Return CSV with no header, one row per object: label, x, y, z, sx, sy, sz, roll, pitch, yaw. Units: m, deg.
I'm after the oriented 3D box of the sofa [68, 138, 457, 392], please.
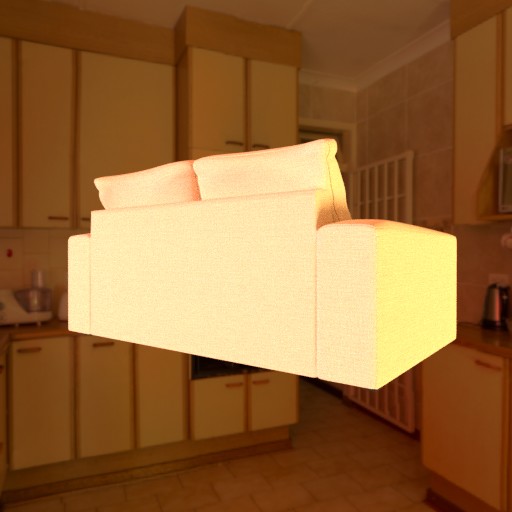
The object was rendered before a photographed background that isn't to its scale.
sofa,0.000,0.000,2.320,1.754,0.875,1.091,0,1,37
